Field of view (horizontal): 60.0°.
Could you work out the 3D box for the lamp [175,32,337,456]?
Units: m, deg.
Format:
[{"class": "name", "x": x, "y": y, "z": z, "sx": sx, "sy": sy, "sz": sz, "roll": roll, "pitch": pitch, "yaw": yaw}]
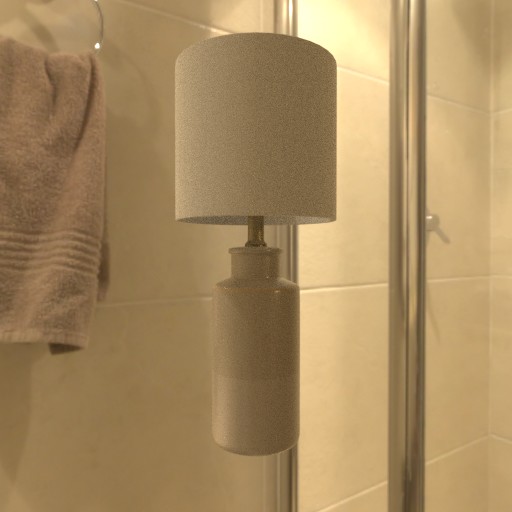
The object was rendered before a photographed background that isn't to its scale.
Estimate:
[{"class": "lamp", "x": 0.000, "y": 0.000, "z": 0.594, "sx": 0.212, "sy": 0.493, "sz": 0.212, "roll": 0, "pitch": 1, "yaw": 18}]
